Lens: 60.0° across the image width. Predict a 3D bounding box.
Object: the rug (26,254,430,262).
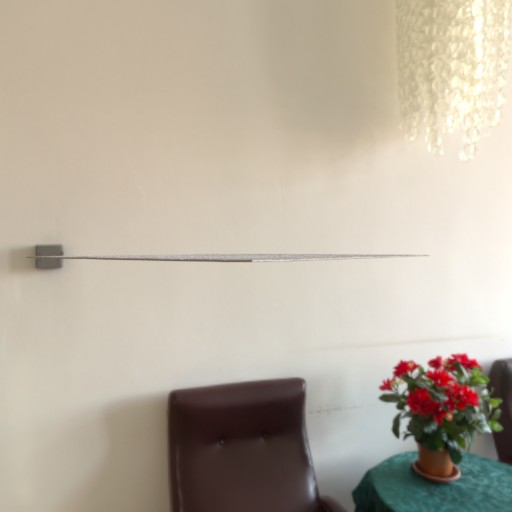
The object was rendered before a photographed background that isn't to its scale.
[{"bbox_3d":[0.000,0.000,4.424,2.448,0.020,3.359,1,1,37],"label":"rug"}]
